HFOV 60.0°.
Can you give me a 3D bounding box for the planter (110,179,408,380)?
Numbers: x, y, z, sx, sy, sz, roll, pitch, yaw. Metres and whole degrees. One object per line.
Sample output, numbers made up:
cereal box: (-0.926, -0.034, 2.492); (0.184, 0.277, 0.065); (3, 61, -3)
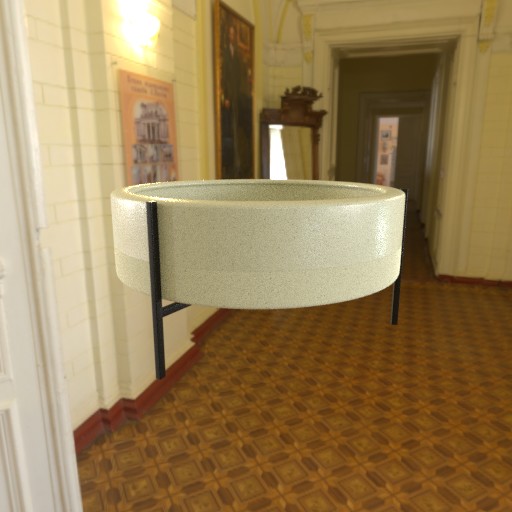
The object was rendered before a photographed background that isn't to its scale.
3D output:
planter: (0.000, 0.000, 0.552); (0.336, 0.171, 0.345); (-7, 15, -26)
